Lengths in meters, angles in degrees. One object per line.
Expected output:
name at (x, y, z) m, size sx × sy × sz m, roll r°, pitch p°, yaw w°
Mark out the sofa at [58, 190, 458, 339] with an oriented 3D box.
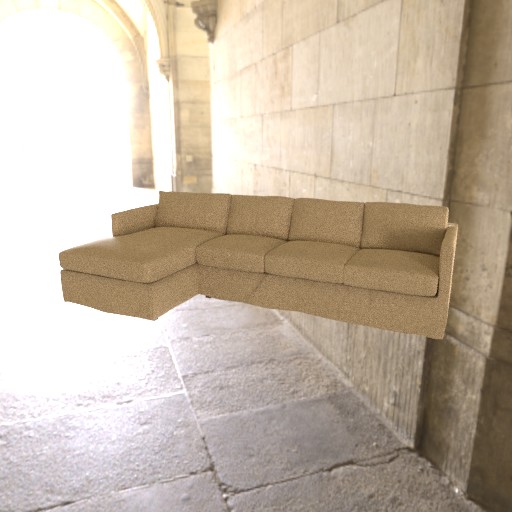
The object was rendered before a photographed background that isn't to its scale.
sofa at (0.000, 0.000, 3.936) m, size 3.205 × 0.922 × 1.650 m, roll 7°, pitch 17°, yaw 25°
